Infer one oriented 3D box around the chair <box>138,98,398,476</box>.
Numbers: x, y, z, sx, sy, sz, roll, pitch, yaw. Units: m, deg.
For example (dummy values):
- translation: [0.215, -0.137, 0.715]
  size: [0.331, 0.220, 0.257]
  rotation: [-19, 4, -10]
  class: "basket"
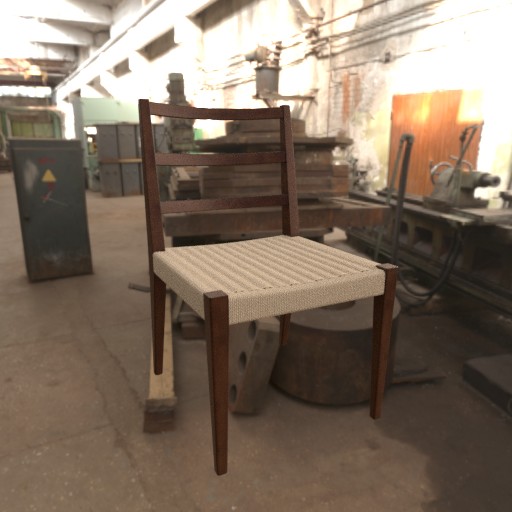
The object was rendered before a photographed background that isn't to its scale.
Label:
- translation: [0.000, 0.000, 1.184]
  size: [0.480, 0.813, 0.551]
  rotation: [-7, 16, -26]
  class: "chair"
